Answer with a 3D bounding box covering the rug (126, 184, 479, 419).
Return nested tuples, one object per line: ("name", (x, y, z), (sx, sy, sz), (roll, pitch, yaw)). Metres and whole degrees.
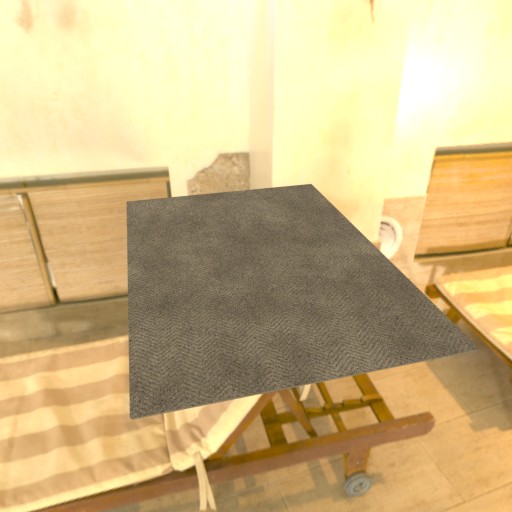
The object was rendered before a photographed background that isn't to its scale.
("rug", (0.000, 0.000, 2.848), (1.600, 0.008, 2.235), (-7, 31, -13))
